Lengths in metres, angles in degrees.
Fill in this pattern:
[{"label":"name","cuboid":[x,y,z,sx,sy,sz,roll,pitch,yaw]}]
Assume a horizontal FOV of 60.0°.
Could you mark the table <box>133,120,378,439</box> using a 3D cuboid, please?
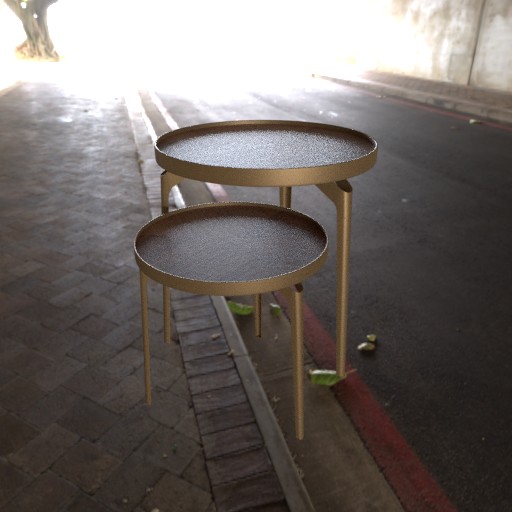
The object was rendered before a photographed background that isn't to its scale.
[{"label":"table","cuboid":[0.000,0.000,1.129,0.532,0.555,0.751,7,28,14]}]
